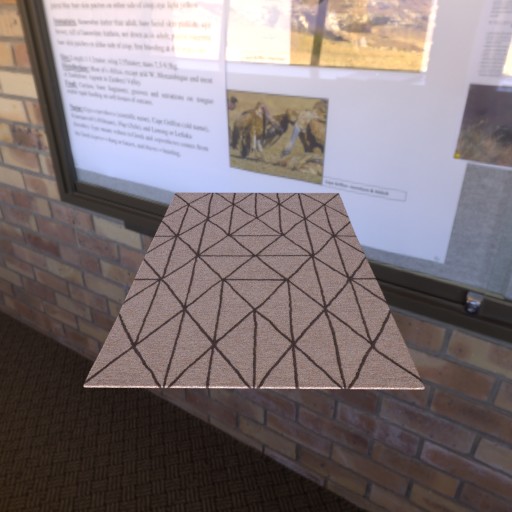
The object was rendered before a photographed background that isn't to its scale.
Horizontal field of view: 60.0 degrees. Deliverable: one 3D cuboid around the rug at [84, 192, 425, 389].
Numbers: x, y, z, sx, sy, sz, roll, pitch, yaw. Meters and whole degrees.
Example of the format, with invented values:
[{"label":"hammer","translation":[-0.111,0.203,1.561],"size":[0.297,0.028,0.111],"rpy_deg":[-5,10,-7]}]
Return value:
[{"label":"rug","translation":[0.000,0.000,3.059],"size":[1.526,0.008,2.465],"rpy_deg":[0,29,0]}]
